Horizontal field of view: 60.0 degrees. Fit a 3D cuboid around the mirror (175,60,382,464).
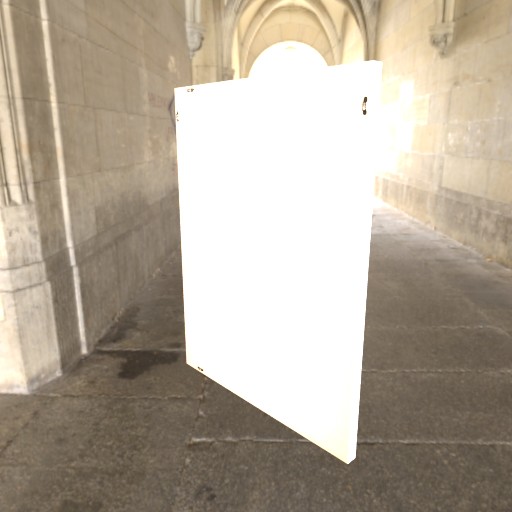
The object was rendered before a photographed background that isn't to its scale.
[{"bbox_3d":[0.000,0.000,1.353,0.040,1.016,0.762,-14,20,-41],"label":"mirror"}]
